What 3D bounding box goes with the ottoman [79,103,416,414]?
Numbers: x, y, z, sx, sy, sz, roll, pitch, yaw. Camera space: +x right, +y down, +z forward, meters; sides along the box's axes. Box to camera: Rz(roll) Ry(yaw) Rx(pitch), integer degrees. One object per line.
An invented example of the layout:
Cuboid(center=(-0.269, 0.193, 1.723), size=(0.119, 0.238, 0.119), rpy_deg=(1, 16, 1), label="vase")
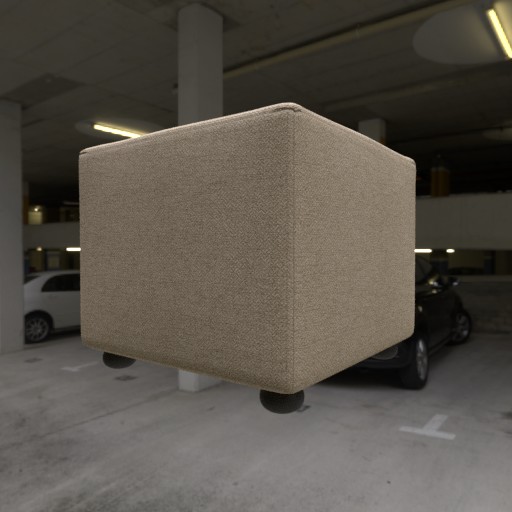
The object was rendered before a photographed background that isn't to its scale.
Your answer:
Cuboid(center=(0.000, 0.000, 0.902), size=(0.508, 0.432, 0.508), rpy_deg=(1, 1, 37), label="ottoman")
